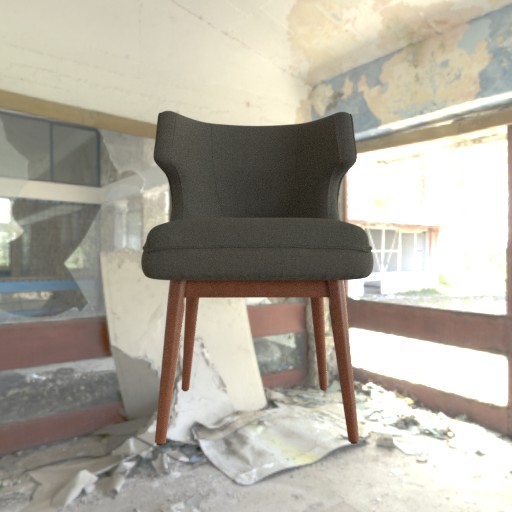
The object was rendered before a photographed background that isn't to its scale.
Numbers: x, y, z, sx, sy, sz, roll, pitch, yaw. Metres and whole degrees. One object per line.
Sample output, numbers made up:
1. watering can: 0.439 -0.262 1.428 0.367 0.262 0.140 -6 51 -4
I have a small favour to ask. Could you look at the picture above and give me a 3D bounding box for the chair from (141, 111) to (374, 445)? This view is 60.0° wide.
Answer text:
1. chair: 0.000 0.000 1.229 0.595 0.863 0.581 0 0 -1
